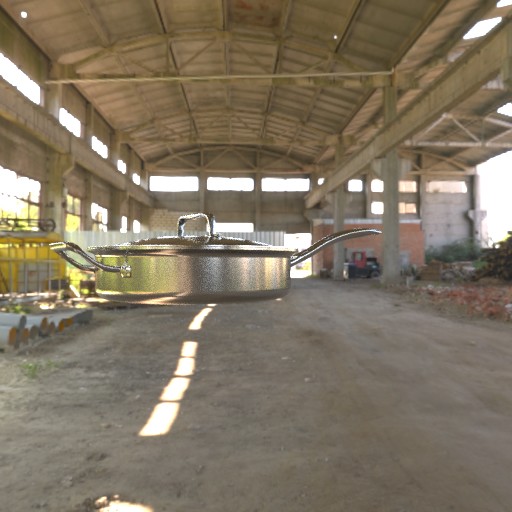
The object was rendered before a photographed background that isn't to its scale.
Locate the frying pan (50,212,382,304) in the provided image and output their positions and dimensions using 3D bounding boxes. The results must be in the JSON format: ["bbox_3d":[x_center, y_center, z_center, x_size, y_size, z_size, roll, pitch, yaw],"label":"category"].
[{"bbox_3d":[0.000,0.000,0.665,0.561,0.114,0.280,1,-1,-36],"label":"frying pan"}]
